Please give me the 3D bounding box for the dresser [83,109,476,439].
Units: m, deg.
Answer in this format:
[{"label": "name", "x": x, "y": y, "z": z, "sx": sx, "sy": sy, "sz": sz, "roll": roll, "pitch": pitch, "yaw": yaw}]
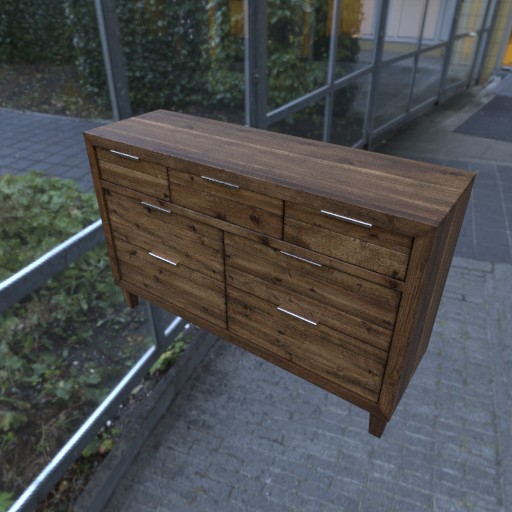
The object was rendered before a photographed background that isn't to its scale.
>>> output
[{"label": "dresser", "x": 0.000, "y": 0.000, "z": 1.816, "sx": 1.387, "sy": 0.892, "sz": 0.438, "roll": 20, "pitch": 38, "yaw": 29}]
